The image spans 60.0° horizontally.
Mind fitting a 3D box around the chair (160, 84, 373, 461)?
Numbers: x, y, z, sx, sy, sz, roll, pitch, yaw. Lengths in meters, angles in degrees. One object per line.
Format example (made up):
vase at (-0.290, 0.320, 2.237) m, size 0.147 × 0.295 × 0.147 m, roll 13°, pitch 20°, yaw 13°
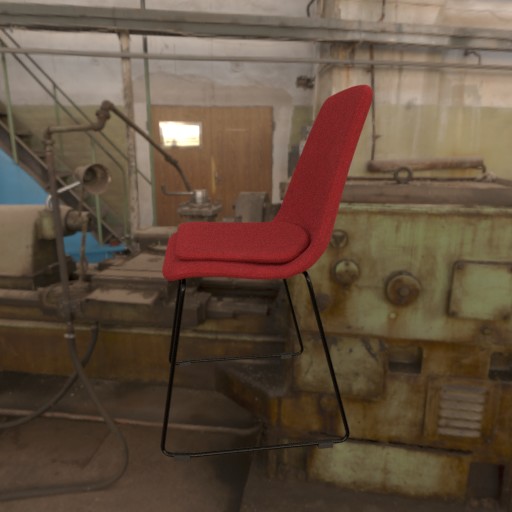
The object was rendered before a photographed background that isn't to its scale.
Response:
chair at (0.000, 0.000, 1.184) m, size 0.518 × 0.858 × 0.479 m, roll -2°, pitch 15°, yaw -8°
